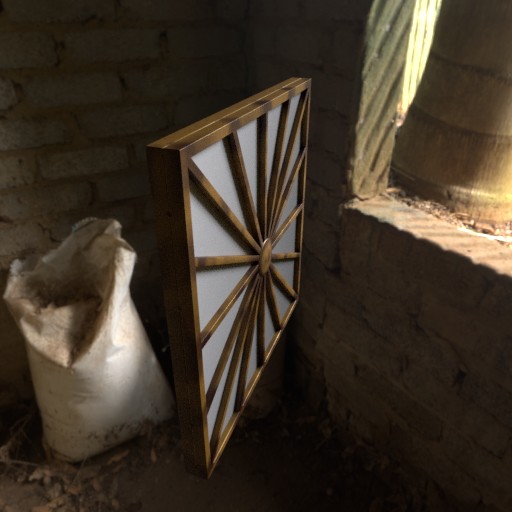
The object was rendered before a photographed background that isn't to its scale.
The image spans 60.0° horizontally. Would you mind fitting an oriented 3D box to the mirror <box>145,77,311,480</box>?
[{"bbox_3d":[0.000,0.000,0.759,0.042,0.507,0.509,10,31,18],"label":"mirror"}]
